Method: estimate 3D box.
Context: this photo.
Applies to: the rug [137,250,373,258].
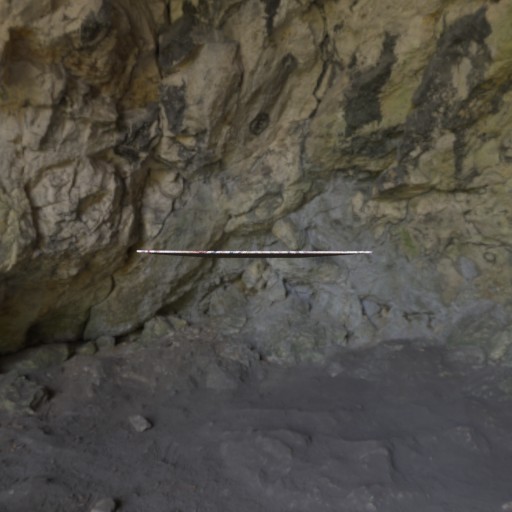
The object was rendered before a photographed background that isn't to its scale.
[{"bbox_3d":[0.000,0.000,2.642,0.771,0.009,2.443,0,-1,0],"label":"rug"}]
